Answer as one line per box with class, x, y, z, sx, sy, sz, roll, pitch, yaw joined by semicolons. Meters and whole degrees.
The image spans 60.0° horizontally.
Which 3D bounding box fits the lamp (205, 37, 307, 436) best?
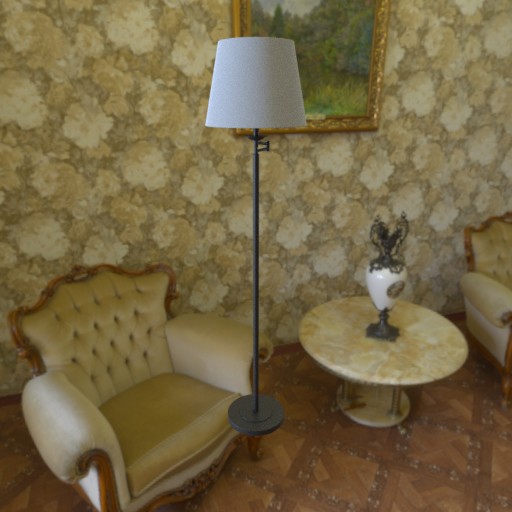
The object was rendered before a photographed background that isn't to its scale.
lamp;0.000;0.000;1.684;0.348;1.473;0.348;9;21;25
